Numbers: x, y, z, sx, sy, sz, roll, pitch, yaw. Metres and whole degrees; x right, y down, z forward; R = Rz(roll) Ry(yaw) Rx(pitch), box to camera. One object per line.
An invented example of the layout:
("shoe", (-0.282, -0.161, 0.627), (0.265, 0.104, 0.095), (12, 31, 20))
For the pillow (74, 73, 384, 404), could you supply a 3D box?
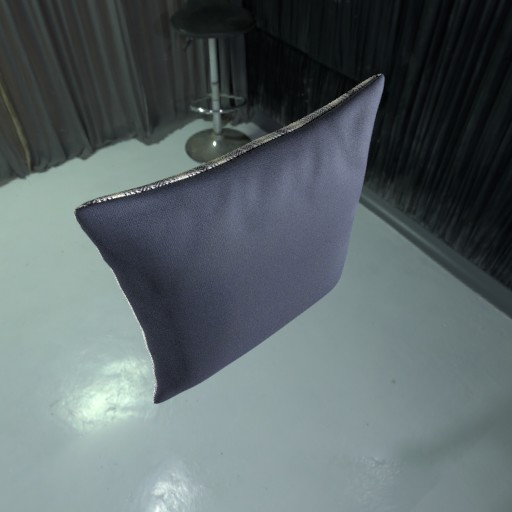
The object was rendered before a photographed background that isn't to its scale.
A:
("pillow", (0.000, 0.000, 0.780), (0.520, 0.508, 0.166), (-31, 54, -26))
